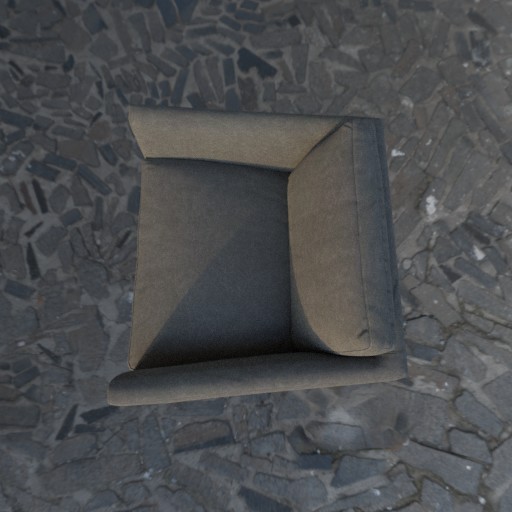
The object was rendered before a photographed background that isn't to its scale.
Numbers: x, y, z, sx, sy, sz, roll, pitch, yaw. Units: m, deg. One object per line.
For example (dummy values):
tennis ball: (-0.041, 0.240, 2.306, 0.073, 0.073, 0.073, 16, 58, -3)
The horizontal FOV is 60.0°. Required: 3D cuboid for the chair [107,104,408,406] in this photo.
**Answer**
chair: (0.000, 0.000, 1.915, 1.091, 0.845, 1.190, -1, 74, 0)
